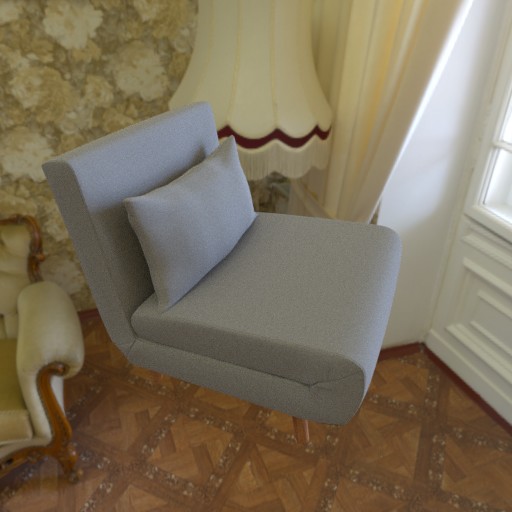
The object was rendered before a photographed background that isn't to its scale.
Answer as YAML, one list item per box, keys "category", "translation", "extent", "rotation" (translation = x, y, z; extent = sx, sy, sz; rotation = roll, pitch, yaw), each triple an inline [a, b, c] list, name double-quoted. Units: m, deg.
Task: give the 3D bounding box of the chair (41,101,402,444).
- category: "chair"
  translation: [0.000, 0.000, 1.474]
  extent: [0.902, 0.808, 0.770]
  rotation: [12, 33, 19]
